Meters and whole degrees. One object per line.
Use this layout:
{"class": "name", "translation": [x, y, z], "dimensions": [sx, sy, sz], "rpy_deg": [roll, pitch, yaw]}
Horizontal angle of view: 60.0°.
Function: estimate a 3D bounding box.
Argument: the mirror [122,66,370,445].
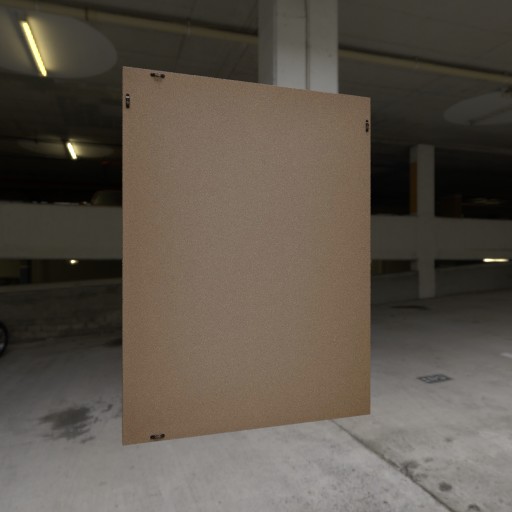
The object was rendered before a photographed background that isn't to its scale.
{"class": "mirror", "translation": [0.000, 0.000, 1.320], "dimensions": [0.762, 1.016, 0.041], "rpy_deg": [0, 0, -18]}
